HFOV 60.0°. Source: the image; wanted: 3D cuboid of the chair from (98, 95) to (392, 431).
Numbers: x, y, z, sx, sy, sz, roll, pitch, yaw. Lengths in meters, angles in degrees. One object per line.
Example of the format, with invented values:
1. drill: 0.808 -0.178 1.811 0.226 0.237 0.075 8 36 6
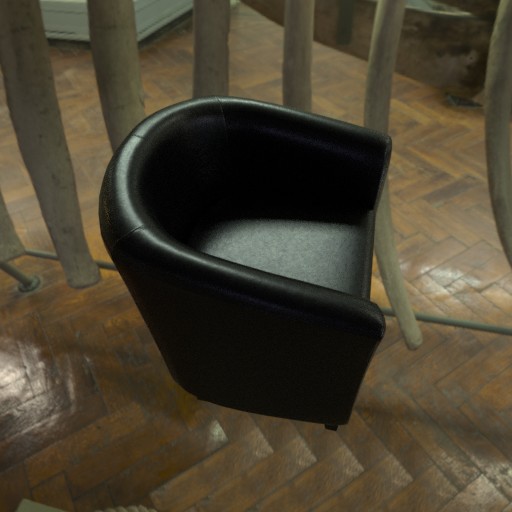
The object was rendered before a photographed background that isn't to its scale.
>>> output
1. chair: 0.000 0.000 1.376 0.727 0.756 0.793 9 47 9
